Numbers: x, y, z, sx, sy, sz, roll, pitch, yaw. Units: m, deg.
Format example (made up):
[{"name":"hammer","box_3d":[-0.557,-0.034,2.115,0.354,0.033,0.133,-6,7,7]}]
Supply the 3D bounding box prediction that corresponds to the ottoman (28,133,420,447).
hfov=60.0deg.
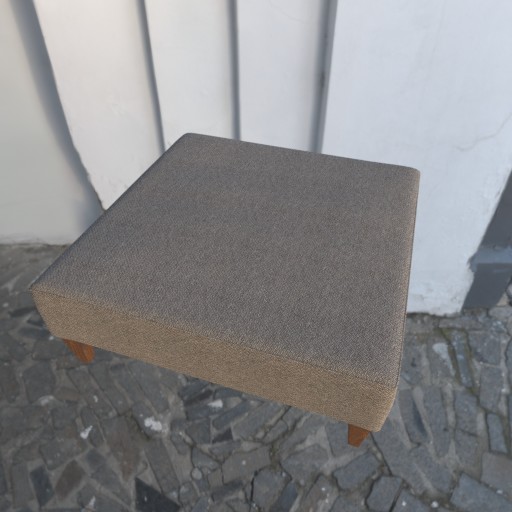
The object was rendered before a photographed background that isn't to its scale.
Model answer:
[{"name":"ottoman","box_3d":[0.000,0.000,1.501,0.970,0.378,0.981,12,43,14]}]
